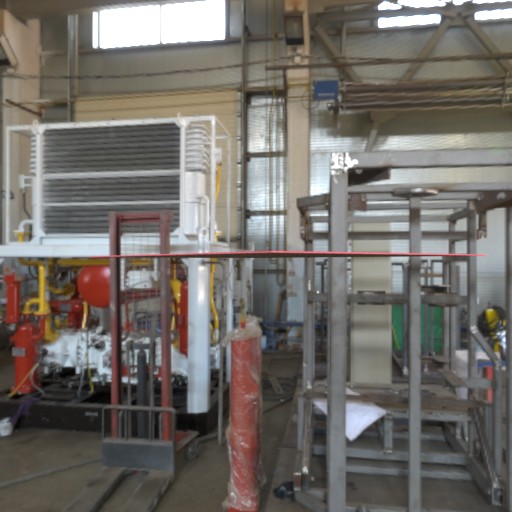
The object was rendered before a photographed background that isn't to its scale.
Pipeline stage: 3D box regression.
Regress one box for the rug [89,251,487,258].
[{"bbox_3d":[0.000,0.000,2.338,1.209,0.008,1.814,0,-1,-36],"label":"rug"}]
